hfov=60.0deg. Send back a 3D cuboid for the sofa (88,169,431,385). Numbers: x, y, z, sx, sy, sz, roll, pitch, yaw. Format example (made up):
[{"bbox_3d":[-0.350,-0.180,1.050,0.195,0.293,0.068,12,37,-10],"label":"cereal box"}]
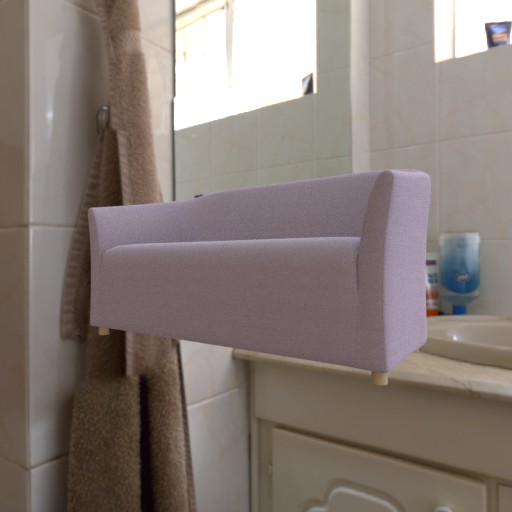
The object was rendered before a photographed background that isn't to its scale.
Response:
[{"bbox_3d":[0.000,0.000,1.876,1.452,0.721,0.705,0,-1,38],"label":"sofa"}]
